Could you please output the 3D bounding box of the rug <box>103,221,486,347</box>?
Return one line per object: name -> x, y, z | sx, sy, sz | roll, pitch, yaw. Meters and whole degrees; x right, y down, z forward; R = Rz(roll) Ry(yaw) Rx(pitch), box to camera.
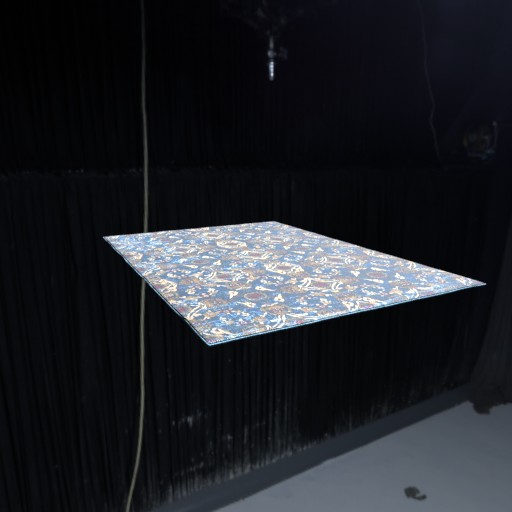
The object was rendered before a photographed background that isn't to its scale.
rug -> 0.000, 0.000, 2.913 | 1.567, 0.014, 2.207 | -7, 16, -27
